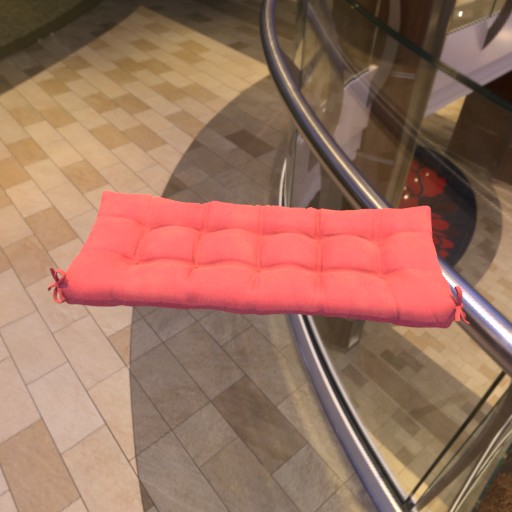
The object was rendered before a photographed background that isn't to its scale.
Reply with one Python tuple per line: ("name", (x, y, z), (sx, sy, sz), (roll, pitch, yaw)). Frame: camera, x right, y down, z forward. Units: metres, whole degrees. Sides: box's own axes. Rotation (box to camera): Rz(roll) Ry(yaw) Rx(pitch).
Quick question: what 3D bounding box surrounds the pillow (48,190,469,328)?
("pillow", (0.000, 0.000, 1.362), (1.194, 0.174, 0.511), (3, 45, 3))
